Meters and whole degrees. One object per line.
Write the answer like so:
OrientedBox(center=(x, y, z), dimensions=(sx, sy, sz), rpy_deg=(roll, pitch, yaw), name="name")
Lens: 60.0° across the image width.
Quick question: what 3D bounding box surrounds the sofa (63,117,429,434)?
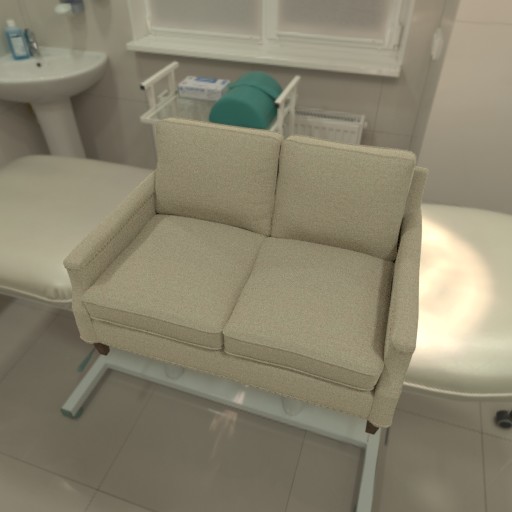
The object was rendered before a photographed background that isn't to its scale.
OrientedBox(center=(0.000, 0.000, 2.274), dimensions=(1.597, 1.003, 1.084), rpy_deg=(12, 42, 14), name="sofa")
